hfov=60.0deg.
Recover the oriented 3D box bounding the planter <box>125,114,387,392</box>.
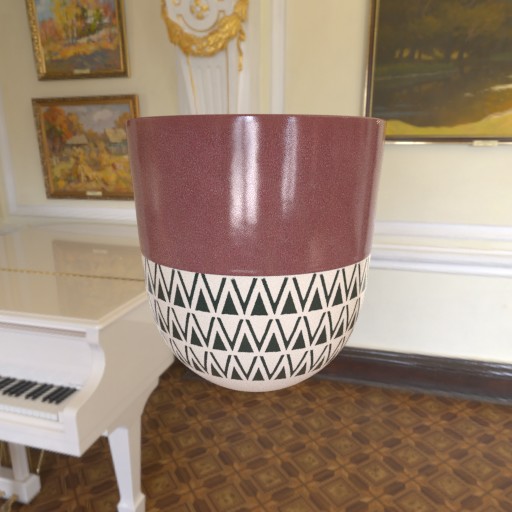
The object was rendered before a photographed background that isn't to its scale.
[{"bbox_3d":[0.000,0.000,0.369,0.195,0.214,0.195,0,14,0],"label":"planter"}]
